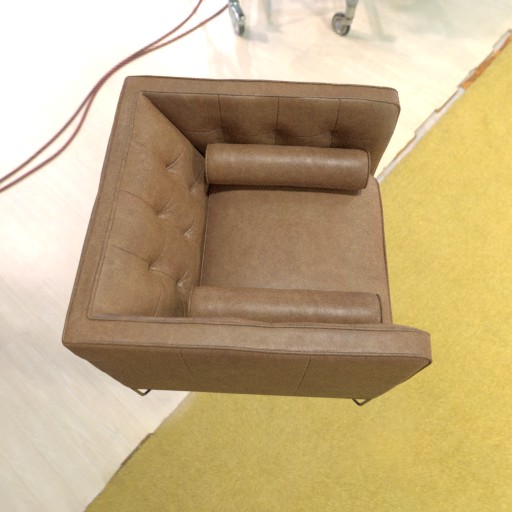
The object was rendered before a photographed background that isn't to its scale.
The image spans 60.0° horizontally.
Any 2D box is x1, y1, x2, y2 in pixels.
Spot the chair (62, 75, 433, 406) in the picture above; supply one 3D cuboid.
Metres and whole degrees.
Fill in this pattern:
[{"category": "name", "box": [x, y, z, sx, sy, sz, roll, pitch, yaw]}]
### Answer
[{"category": "chair", "box": [0.000, 0.000, 1.586, 0.912, 0.797, 0.920, 2, 64, 1]}]
